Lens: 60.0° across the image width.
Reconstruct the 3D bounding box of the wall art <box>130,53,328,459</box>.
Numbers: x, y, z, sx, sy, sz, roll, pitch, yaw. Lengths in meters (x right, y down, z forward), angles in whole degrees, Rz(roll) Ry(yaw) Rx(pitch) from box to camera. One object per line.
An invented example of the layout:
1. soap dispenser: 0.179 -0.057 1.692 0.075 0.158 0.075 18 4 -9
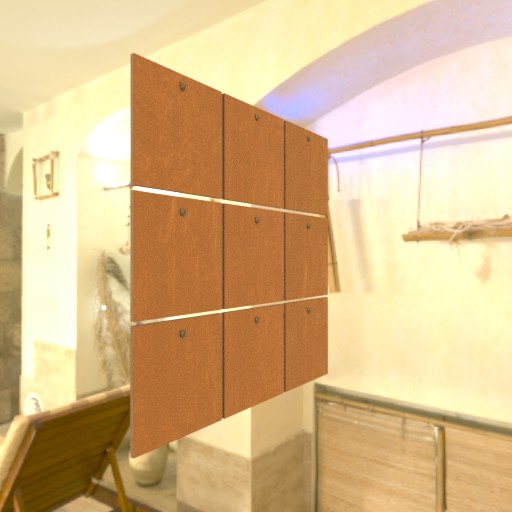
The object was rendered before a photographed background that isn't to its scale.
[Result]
1. wall art: 0.000 0.000 1.361 0.018 0.913 0.915 0 0 37
